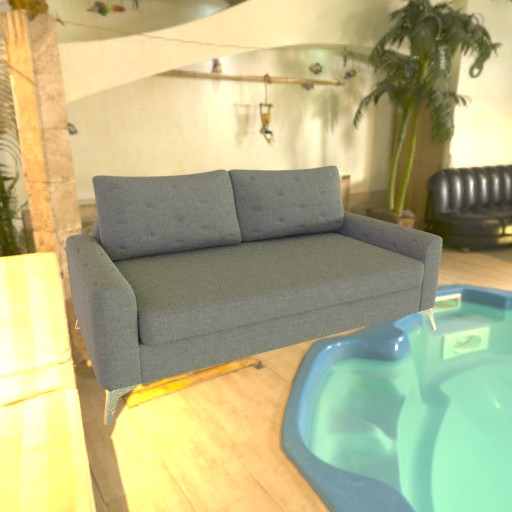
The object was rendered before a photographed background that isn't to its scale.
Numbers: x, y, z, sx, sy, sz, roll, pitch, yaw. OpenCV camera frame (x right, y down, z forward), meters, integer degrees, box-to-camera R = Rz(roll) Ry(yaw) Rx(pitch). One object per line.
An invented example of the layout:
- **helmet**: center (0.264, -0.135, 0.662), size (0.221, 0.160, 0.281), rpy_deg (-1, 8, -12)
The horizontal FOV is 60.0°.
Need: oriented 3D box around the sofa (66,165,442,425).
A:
- **sofa**: center (0.000, 0.000, 2.162), size (1.650, 0.790, 0.920), rpy_deg (-8, 18, -26)
